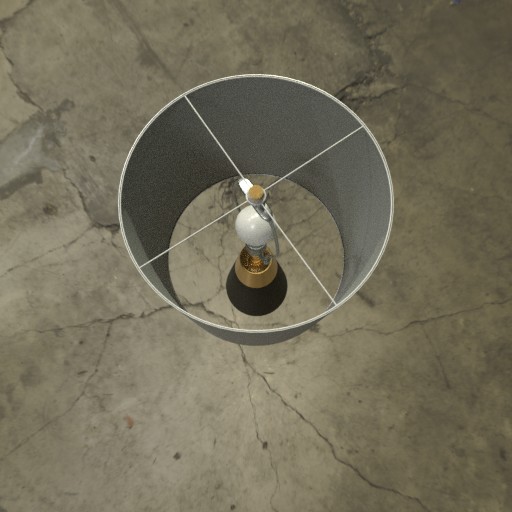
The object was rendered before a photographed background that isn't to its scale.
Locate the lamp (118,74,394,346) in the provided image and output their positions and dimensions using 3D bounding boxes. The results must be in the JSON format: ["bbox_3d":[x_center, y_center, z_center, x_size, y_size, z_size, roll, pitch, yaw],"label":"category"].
[{"bbox_3d":[0.000,0.000,0.772,0.308,0.580,0.308,-33,78,-8],"label":"lamp"}]
